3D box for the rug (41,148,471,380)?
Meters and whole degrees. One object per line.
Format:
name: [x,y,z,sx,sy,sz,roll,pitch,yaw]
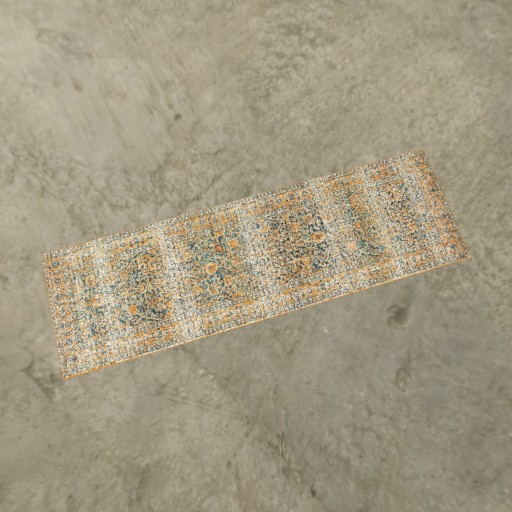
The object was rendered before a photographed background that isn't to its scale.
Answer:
rug: [0.000,0.000,2.466,2.294,0.014,0.704,-16,76,-4]
